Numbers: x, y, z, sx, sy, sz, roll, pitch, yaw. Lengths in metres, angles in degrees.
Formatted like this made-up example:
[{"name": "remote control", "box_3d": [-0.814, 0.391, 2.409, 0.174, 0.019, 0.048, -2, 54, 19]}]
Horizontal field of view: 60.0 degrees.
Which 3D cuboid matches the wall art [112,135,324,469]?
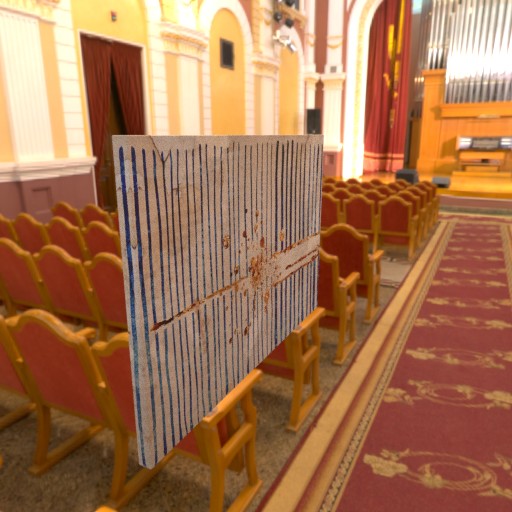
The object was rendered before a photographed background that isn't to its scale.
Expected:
[{"name": "wall art", "box_3d": [0.000, 0.000, 1.156, 0.030, 0.609, 0.919, 8, 17, 26]}]
